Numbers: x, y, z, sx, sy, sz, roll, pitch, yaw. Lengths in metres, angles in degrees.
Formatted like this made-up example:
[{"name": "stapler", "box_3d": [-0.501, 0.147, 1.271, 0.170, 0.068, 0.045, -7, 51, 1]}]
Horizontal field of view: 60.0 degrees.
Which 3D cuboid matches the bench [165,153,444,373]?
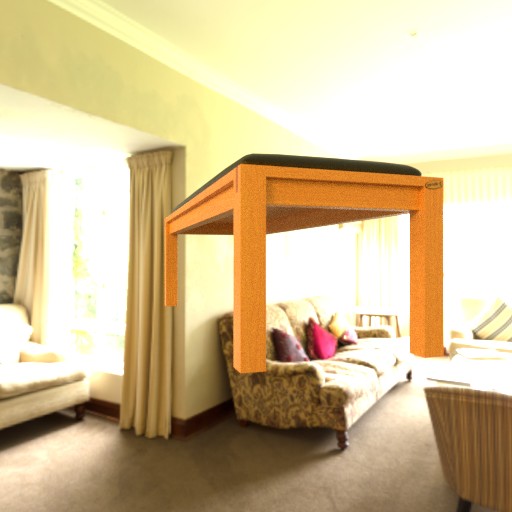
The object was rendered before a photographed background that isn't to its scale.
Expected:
[{"name": "bench", "box_3d": [0.000, 0.000, 1.443, 0.450, 0.430, 1.202, 0, 0, -18]}]
